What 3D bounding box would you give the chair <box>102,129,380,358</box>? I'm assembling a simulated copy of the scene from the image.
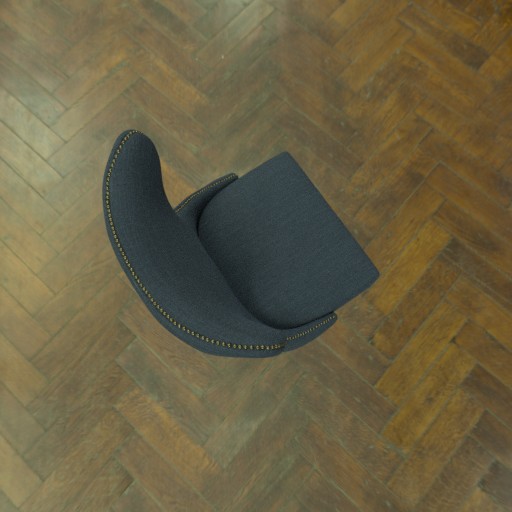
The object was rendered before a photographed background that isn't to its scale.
[{"bbox_3d":[0.000,0.000,1.401,0.635,0.967,0.628,-33,77,-8],"label":"chair"}]
